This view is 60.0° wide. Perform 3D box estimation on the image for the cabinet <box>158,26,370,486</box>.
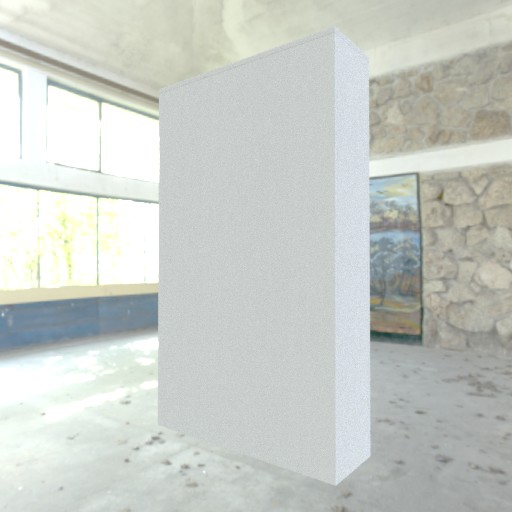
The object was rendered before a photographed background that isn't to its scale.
[{"bbox_3d":[0.000,0.000,1.561,0.750,1.280,0.250,-1,-1,38],"label":"cabinet"}]
